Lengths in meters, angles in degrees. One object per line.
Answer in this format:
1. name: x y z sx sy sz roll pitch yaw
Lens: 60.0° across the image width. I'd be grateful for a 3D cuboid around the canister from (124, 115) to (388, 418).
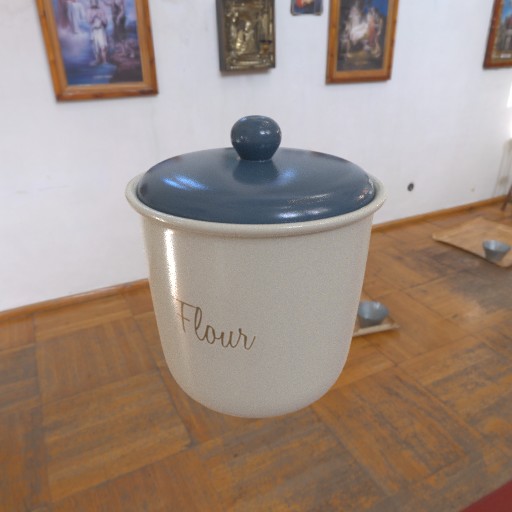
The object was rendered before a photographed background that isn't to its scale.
1. canister: 0.000 0.000 0.342 0.182 0.208 0.182 0 25 0
